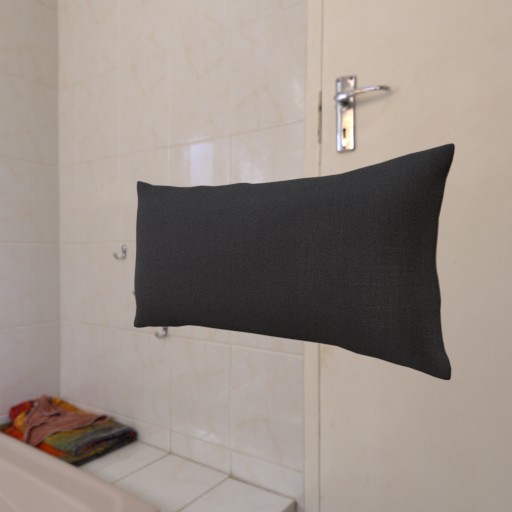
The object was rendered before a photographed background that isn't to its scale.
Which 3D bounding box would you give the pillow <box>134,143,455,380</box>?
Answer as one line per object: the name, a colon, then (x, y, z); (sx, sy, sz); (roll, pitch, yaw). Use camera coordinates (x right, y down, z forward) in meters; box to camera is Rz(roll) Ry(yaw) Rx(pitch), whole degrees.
pillow: (0.000, 0.000, 0.729); (0.609, 0.305, 0.151); (0, 0, 36)
